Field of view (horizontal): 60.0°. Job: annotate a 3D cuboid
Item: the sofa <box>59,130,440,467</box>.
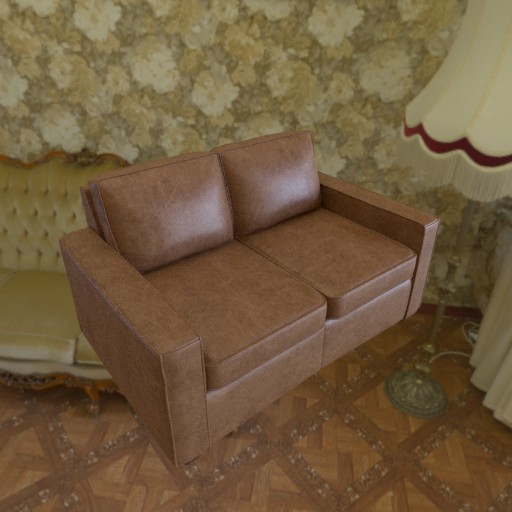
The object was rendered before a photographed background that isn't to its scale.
[{"bbox_3d":[0.000,0.000,2.119,1.532,0.896,1.020,-22,37,-32],"label":"sofa"}]
